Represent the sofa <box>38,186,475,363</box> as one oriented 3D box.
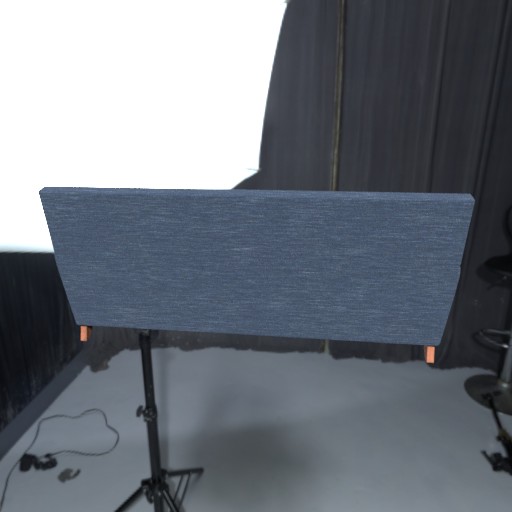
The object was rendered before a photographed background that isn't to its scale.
[{"bbox_3d":[0.000,0.000,2.441,1.976,0.846,0.875,2,17,7],"label":"sofa"}]
